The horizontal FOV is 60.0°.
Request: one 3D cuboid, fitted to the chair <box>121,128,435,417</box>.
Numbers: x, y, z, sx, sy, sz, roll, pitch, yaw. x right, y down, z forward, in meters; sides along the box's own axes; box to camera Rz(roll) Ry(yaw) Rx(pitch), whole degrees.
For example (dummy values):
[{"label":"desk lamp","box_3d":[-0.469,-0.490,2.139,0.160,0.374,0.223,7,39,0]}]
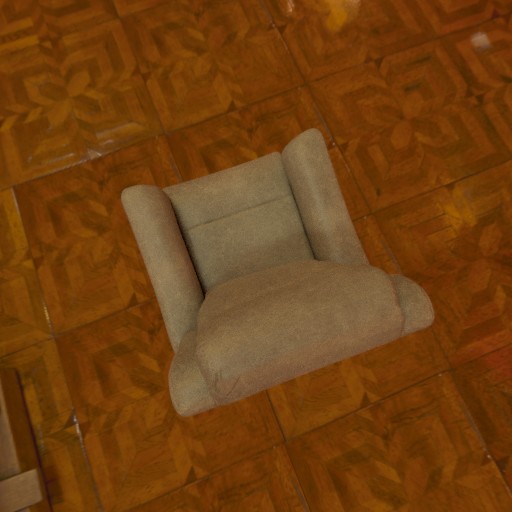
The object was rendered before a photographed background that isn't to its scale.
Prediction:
[{"label":"chair","box_3d":[0.000,0.000,1.942,0.965,1.116,1.068,-19,75,-5]}]
